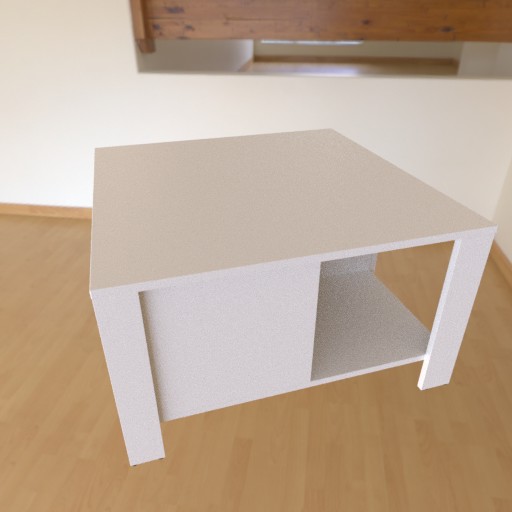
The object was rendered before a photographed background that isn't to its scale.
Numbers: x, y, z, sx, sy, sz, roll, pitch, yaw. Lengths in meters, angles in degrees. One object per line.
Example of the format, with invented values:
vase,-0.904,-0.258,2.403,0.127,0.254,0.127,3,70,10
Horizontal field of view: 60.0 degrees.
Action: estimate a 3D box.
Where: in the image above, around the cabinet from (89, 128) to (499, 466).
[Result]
cabinet,0.000,0.000,1.256,0.800,0.460,0.800,-9,32,-14
